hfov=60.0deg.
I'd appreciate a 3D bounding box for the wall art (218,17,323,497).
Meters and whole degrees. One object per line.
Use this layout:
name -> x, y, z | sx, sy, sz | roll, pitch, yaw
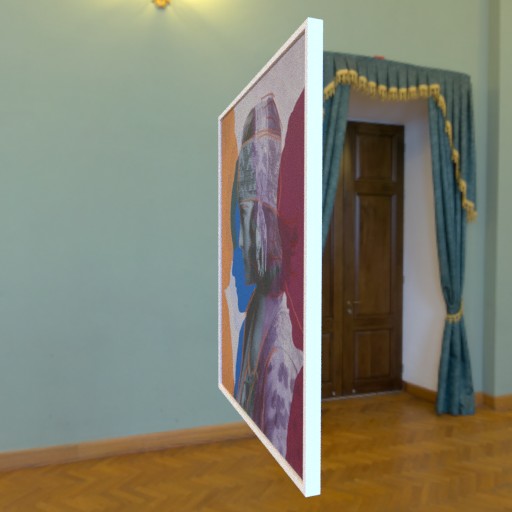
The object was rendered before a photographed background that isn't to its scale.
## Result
wall art -> 0.000, 0.000, 1.351 | 0.039, 1.050, 0.795 | -1, 2, -19
